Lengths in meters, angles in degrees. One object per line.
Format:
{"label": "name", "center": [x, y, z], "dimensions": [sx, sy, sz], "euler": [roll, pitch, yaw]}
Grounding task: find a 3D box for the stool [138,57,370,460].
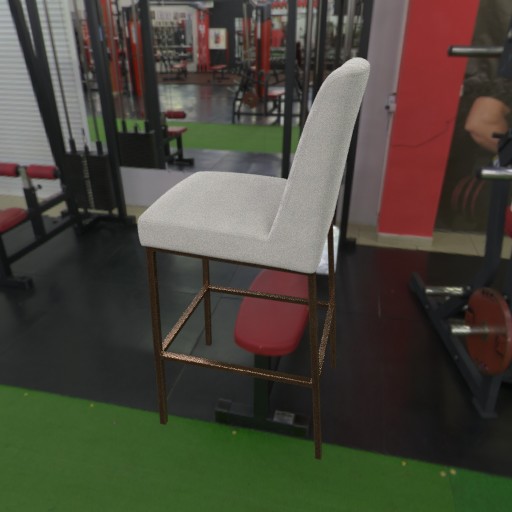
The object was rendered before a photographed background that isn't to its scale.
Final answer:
{"label": "stool", "center": [0.000, 0.000, 1.330], "dimensions": [0.546, 1.084, 0.462], "euler": [7, 28, 13]}
